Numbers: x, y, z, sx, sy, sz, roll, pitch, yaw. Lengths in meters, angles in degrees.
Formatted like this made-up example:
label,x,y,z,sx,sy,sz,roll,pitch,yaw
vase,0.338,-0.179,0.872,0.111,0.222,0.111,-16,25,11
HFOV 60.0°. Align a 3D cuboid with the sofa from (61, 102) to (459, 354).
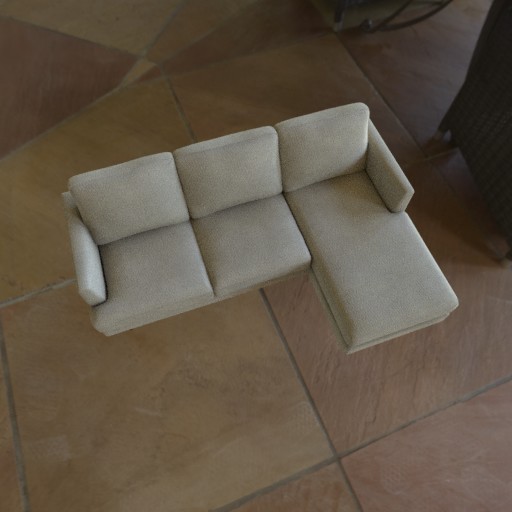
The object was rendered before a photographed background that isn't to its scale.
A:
label,x,y,z,sx,sy,sz,roll,pitch,yaw
sofa,0.000,0.000,2.941,2.233,0.956,1.504,-17,64,-9
